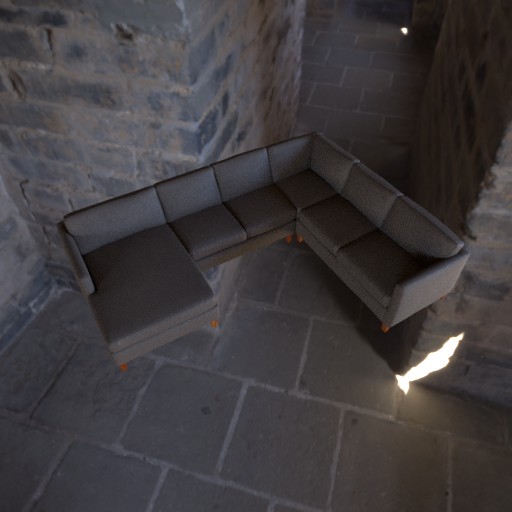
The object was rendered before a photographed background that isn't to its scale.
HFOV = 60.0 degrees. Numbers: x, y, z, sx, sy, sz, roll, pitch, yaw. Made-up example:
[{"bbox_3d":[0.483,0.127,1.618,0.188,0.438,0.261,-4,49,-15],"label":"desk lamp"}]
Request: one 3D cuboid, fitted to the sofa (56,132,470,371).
[{"bbox_3d":[0.000,0.000,4.706,3.460,0.961,2.594,-23,51,-21],"label":"sofa"}]
